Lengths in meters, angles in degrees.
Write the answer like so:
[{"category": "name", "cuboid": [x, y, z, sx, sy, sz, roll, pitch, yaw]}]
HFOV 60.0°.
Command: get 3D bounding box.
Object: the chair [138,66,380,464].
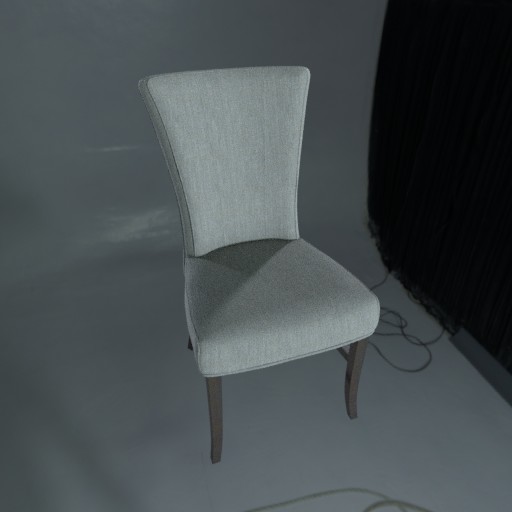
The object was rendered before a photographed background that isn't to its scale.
[{"category": "chair", "cuboid": [0.000, 0.000, 1.360, 0.520, 0.991, 0.660, -11, 34, -16]}]
